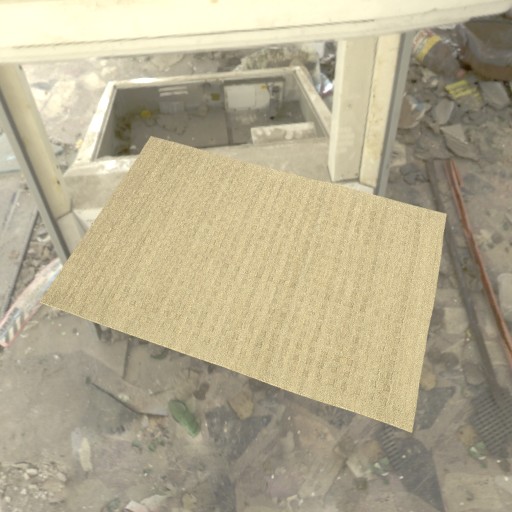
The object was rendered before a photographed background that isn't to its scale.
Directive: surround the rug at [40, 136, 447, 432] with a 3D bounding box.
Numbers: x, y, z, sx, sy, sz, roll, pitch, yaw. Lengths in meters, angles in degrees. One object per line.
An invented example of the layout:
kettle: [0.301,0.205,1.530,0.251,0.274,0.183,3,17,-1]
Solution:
rug: [0.000,0.000,2.916,2.297,0.018,1.532,17,60,10]
